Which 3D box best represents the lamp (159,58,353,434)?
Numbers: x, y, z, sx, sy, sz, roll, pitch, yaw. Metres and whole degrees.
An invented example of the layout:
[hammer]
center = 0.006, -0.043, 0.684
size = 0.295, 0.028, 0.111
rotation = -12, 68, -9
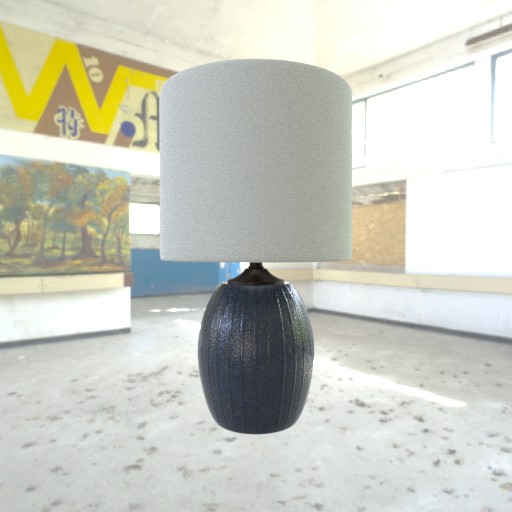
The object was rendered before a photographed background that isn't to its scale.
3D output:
[lamp]
center = 0.000, 0.000, 0.776
size = 0.329, 0.570, 0.329
rotation = -1, 1, -37
